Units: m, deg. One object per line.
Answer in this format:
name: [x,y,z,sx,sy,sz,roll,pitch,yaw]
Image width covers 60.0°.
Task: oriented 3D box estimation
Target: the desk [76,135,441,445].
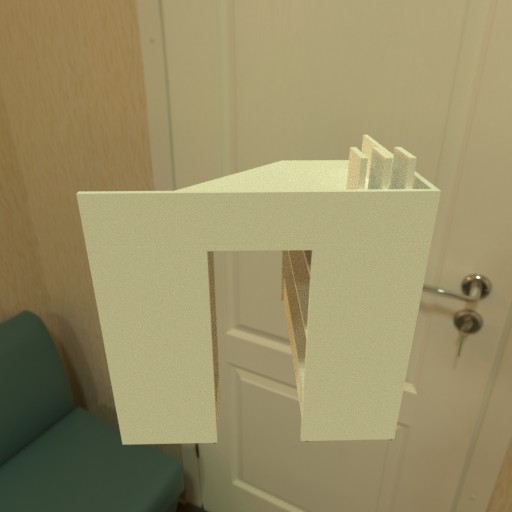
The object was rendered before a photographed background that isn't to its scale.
desk: [0.000,0.000,1.743,0.940,0.986,0.940,-1,26,-1]
